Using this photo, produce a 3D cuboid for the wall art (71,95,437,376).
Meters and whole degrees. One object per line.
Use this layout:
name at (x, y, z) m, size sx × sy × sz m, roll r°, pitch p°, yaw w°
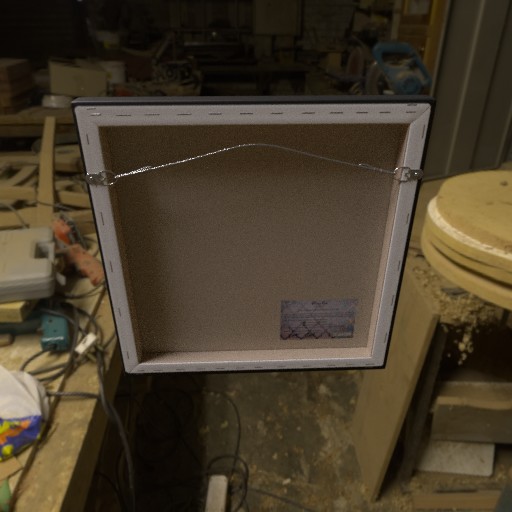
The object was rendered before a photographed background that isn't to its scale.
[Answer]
wall art at (0.000, 0.000, 0.897) m, size 0.610 × 0.611 × 0.043 m, roll -1°, pitch 29°, yaw -2°
